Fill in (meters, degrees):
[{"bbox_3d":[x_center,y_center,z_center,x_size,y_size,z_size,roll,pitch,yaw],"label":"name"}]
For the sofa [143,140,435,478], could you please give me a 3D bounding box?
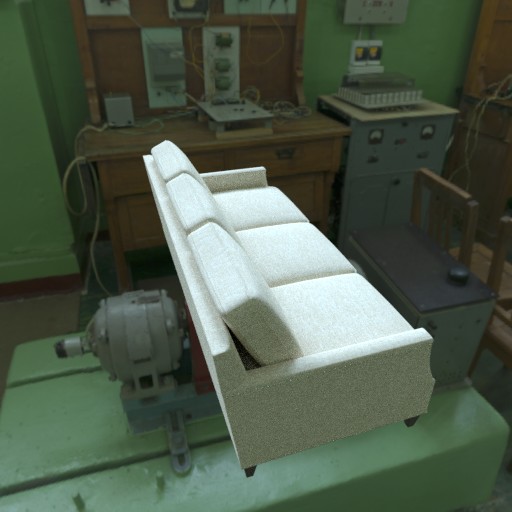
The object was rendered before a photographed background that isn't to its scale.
[{"bbox_3d":[0.000,0.000,2.716,1.041,0.940,2.210,-10,33,-16],"label":"sofa"}]
